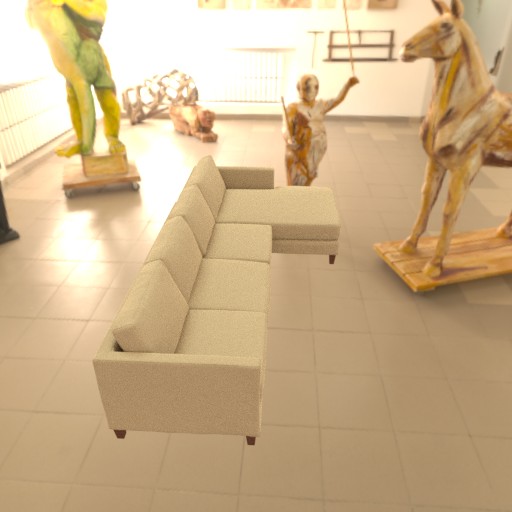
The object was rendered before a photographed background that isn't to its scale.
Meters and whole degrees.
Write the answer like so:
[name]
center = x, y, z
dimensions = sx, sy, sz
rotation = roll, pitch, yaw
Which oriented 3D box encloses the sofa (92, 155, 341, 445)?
[sofa]
center = 0.000, 0.000, 3.857
dimensions = 1.625, 0.861, 3.186
rotation = 2, 31, 3
